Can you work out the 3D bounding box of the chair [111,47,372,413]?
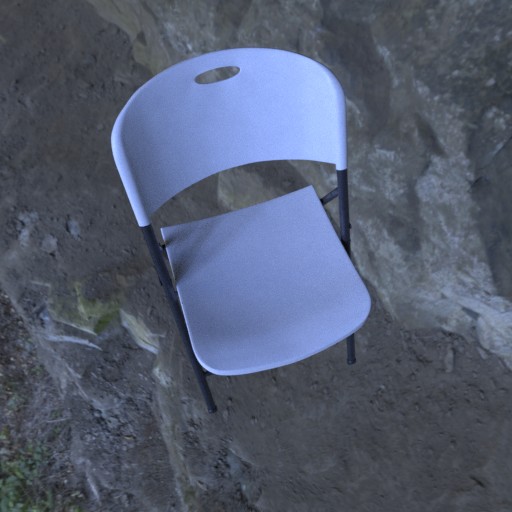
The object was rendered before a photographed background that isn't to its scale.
[{"bbox_3d":[0.000,0.000,1.134,0.494,0.810,0.566,-17,66,-8],"label":"chair"}]
